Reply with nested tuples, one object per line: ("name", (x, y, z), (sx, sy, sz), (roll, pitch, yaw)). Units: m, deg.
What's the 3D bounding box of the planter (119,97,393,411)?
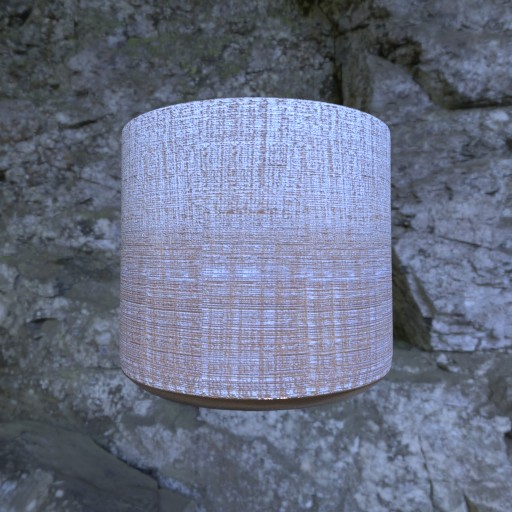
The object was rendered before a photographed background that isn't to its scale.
("planter", (0.000, 0.000, 0.184), (0.109, 0.096, 0.109), (0, 0, 0))
